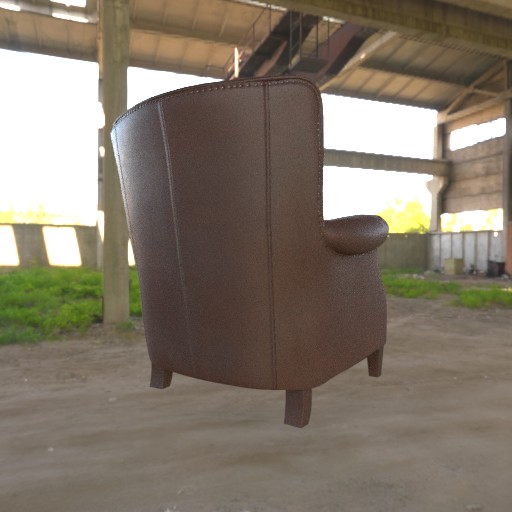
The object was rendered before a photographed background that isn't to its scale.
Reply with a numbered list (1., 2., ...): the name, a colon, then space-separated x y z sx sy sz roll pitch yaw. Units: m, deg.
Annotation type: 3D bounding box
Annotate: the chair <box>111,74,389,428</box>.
1. chair: 0.000 0.000 1.339 0.700 0.800 0.746 1 1 37
